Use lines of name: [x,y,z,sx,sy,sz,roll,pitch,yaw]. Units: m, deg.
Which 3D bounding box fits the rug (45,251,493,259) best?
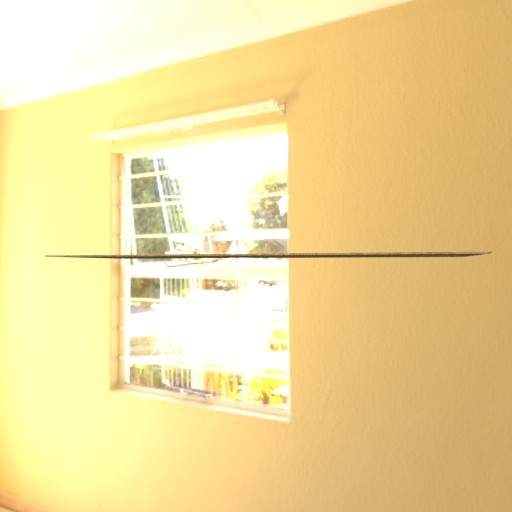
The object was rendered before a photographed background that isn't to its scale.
rug: [0.000,0.000,2.680,2.436,0.013,0.807,0,-1,18]
